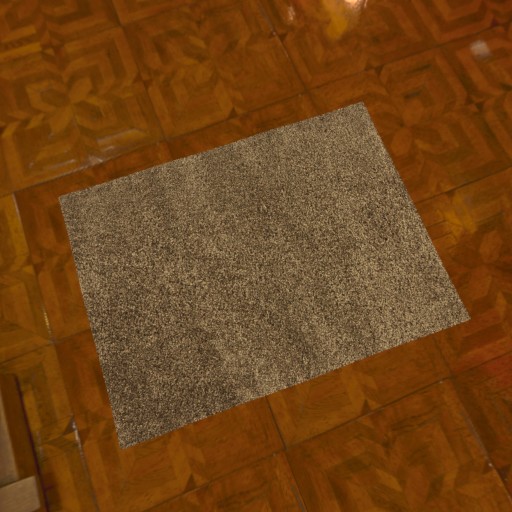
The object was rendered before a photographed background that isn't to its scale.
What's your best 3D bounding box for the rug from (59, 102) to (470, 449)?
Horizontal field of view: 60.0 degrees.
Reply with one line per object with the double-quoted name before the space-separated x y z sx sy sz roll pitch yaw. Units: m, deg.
"rug" 0.000 0.000 2.061 1.601 0.025 1.198 -19 74 -6
